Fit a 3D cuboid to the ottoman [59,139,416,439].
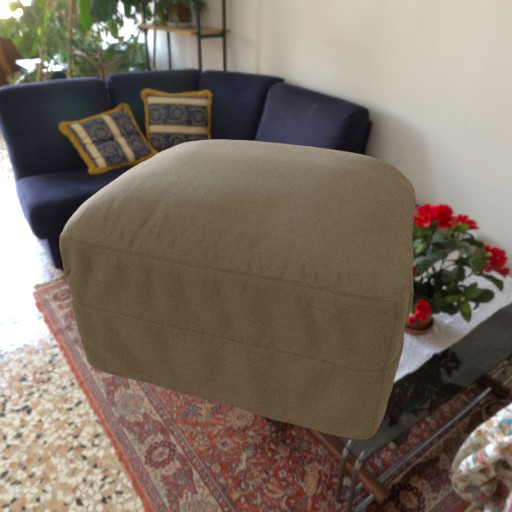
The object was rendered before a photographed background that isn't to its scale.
[{"bbox_3d":[0.000,0.000,1.061,0.712,0.480,0.584,10,33,15],"label":"ottoman"}]
